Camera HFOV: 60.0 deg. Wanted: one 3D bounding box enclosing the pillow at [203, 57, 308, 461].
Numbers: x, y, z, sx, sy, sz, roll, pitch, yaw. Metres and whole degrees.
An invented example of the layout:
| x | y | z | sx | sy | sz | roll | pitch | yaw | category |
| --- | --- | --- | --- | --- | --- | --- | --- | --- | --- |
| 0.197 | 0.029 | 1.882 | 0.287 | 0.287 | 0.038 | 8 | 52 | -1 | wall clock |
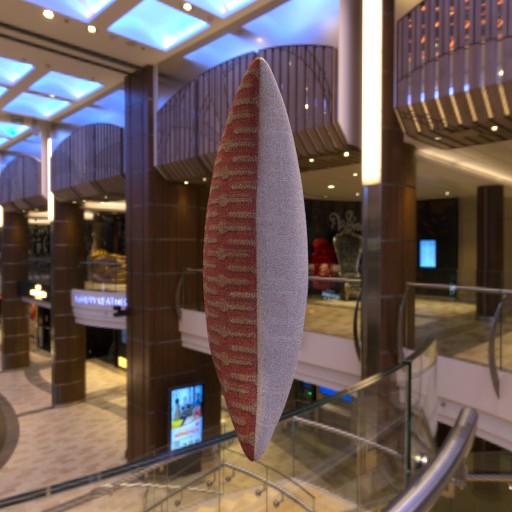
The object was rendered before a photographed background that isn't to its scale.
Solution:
| x | y | z | sx | sy | sz | roll | pitch | yaw | category |
| --- | --- | --- | --- | --- | --- | --- | --- | --- | --- |
| 0.000 | 0.000 | 0.797 | 0.182 | 0.503 | 0.511 | 0 | 1 | 0 | pillow |
